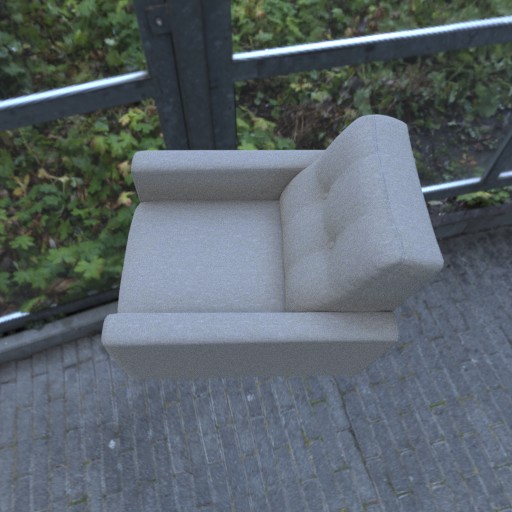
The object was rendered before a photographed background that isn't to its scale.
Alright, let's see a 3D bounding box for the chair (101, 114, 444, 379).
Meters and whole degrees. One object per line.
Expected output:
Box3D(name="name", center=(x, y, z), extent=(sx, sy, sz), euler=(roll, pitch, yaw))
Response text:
Box3D(name="chair", center=(0.000, 0.000, 1.859), extent=(1.128, 0.965, 0.897), euler=(-1, 59, 0))
